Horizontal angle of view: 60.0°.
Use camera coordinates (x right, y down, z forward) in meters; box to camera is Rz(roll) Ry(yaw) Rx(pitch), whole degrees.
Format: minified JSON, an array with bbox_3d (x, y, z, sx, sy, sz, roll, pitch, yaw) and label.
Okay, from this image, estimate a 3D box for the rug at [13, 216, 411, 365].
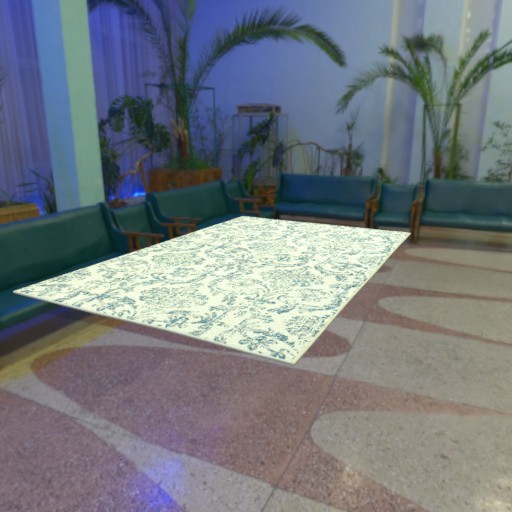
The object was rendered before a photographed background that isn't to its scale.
[{"bbox_3d":[0.000,0.000,3.387,1.819,0.018,2.746,8,18,27],"label":"rug"}]
